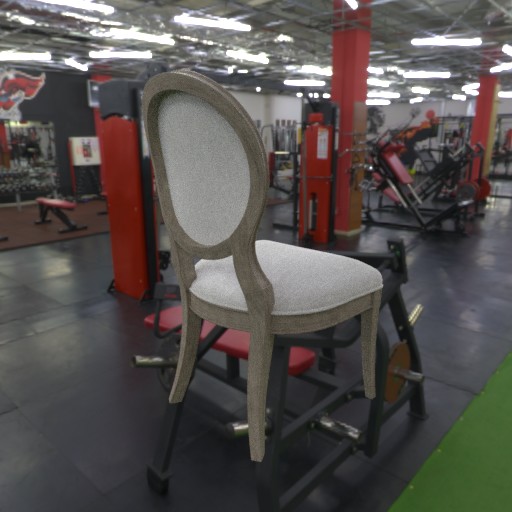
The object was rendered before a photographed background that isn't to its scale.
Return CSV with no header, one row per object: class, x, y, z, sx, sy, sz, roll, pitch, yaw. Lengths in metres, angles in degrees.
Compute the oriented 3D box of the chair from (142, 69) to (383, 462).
chair,0.000,0.000,1.335,0.558,0.990,0.602,14,20,43
